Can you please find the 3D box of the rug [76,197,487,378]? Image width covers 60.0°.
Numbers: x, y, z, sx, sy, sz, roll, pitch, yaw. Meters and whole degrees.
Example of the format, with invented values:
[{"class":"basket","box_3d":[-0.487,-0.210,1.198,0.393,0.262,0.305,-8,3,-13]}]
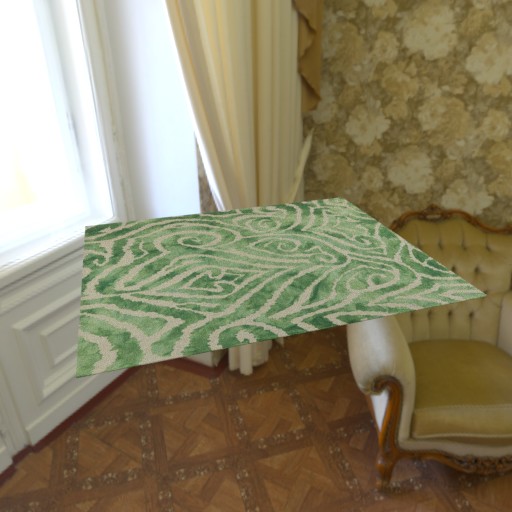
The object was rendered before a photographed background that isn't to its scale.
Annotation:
[{"class":"rug","box_3d":[0.000,0.000,4.106,3.045,0.007,2.436,-8,28,-16]}]
